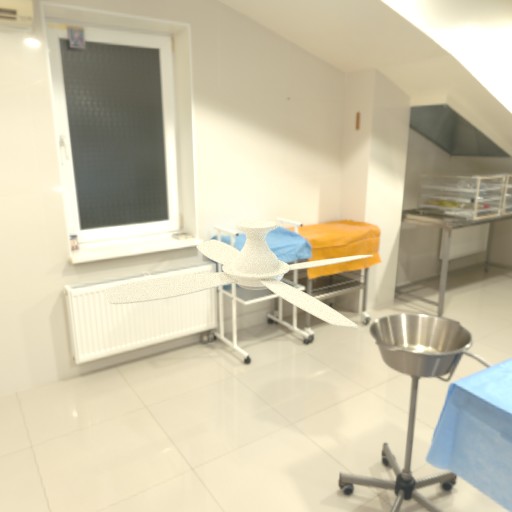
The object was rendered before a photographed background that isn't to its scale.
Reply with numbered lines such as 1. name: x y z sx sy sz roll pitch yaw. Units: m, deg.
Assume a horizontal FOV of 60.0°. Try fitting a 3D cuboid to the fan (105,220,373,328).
1. fan: 0.000 0.000 2.575 1.693 0.382 1.694 -8 17 -26
